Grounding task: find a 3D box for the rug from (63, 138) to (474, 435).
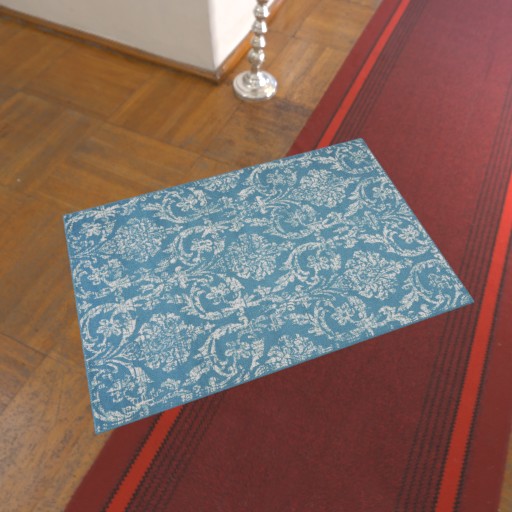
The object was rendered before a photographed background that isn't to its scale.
[{"bbox_3d":[0.000,0.000,3.450,2.746,0.018,1.816,-17,59,-10],"label":"rug"}]
